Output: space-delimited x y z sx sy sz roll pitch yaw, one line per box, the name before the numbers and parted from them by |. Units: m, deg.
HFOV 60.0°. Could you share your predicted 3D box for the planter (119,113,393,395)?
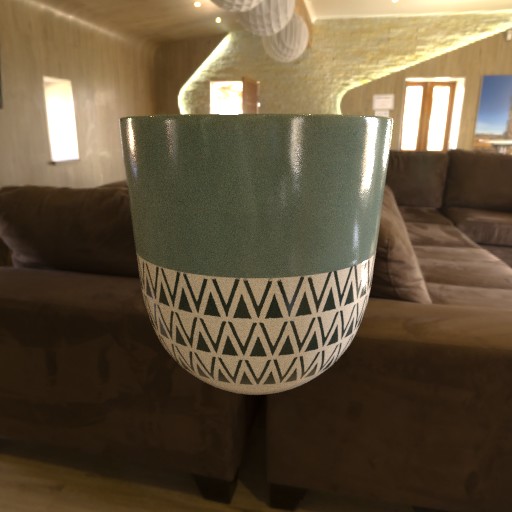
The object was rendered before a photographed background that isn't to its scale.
planter | 0.000 0.000 0.363 0.198 0.214 0.198 0 16 0
